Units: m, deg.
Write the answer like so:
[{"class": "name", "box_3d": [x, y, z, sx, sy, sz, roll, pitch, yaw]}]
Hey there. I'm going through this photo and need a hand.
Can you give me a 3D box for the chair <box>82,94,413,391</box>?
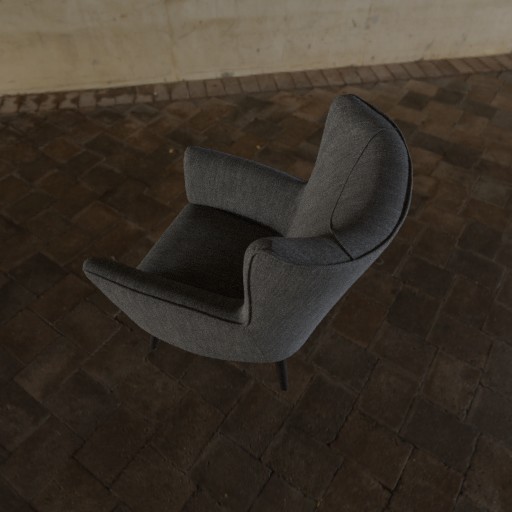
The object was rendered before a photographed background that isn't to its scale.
[{"class": "chair", "box_3d": [0.000, 0.000, 1.578, 0.888, 0.933, 0.781, 16, 49, 15]}]
